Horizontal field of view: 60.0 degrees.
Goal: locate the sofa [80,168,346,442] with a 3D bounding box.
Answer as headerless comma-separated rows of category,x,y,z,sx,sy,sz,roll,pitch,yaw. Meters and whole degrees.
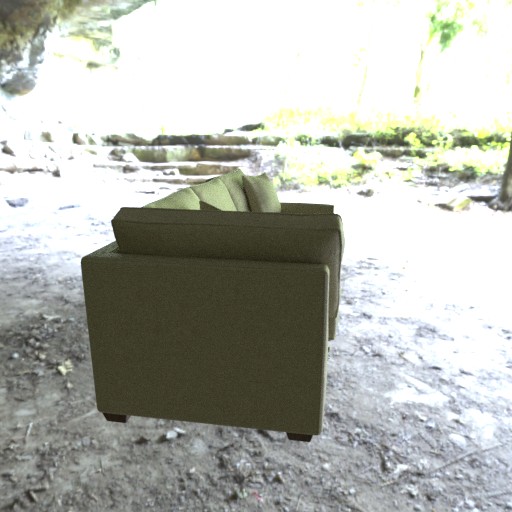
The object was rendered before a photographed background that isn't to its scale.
sofa,0.000,0.000,2.839,1.053,0.948,2.323,3,16,10
